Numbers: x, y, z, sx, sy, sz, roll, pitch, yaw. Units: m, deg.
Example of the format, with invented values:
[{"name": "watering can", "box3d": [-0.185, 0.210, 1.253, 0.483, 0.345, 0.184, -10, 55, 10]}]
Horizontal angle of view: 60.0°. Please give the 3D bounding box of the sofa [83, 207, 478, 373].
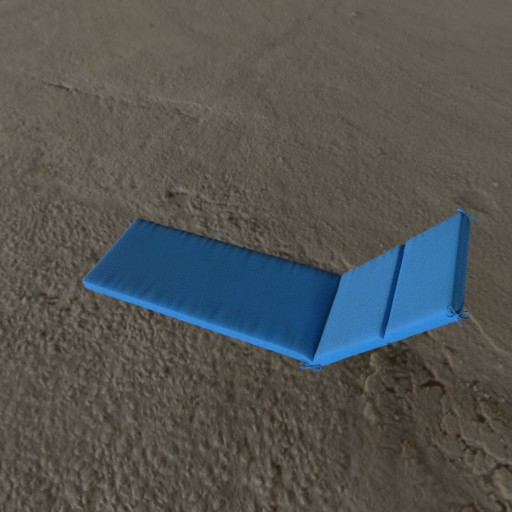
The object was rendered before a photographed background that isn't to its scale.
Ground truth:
[{"name": "sofa", "box3d": [0.000, 0.000, 1.974, 1.663, 0.622, 0.582, 16, 48, 15]}]
